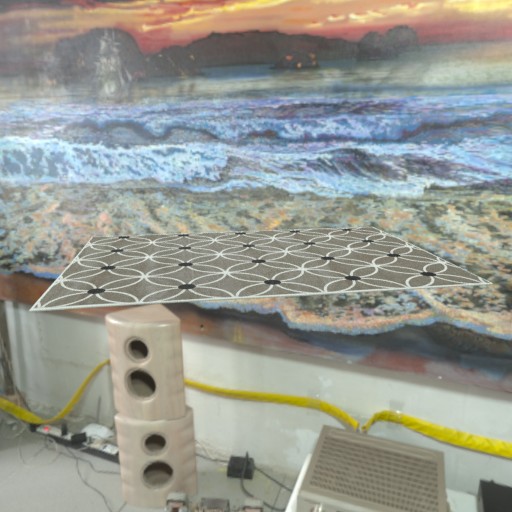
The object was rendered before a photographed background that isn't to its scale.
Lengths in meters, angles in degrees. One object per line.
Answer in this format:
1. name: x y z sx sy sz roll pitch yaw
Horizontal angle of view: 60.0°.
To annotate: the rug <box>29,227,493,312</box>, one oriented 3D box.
1. rug: 0.000 0.000 2.855 2.284 0.008 1.522 -3 15 -9
